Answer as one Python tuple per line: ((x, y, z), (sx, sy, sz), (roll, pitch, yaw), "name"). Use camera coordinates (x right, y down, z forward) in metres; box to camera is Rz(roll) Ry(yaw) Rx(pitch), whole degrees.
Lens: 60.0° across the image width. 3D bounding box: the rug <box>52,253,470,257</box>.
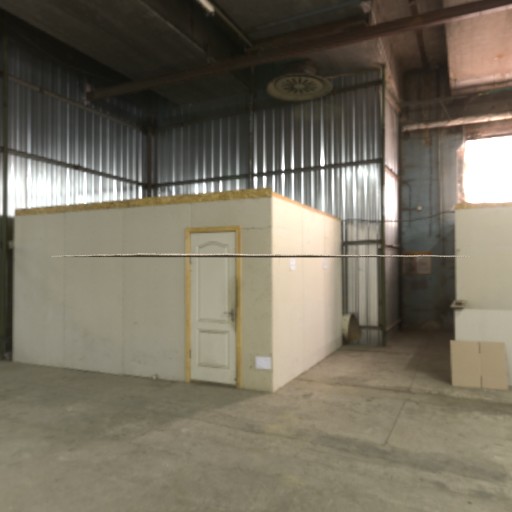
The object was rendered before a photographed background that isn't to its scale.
((0.000, 0.000, 4.122), (3.061, 0.022, 2.468), (0, 0, -36), "rug")
